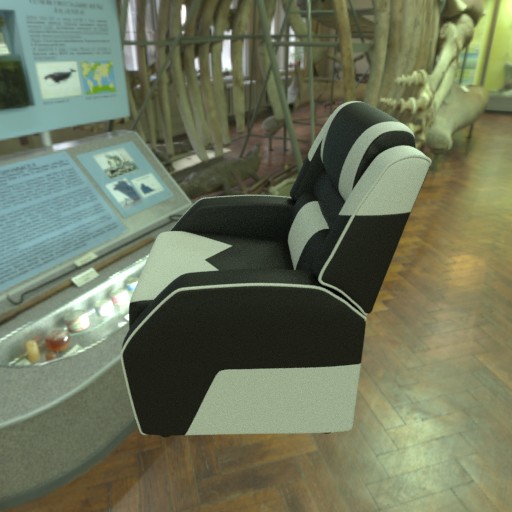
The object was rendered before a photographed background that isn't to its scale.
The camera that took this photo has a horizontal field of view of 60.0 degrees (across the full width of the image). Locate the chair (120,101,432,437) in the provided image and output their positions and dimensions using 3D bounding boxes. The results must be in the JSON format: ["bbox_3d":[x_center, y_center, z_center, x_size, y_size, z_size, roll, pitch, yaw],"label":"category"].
[{"bbox_3d":[0.000,0.000,1.273,0.672,0.805,0.620,-1,27,-1],"label":"chair"}]
